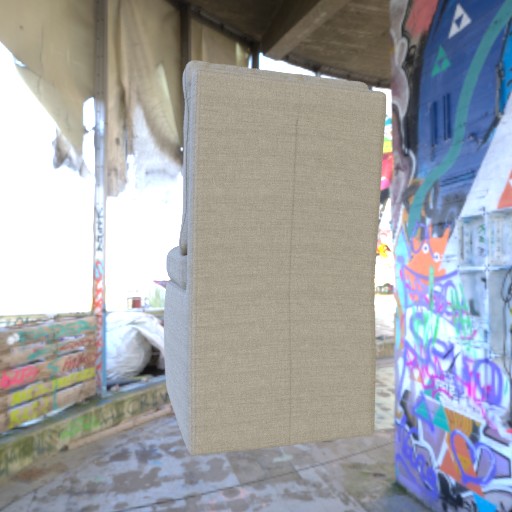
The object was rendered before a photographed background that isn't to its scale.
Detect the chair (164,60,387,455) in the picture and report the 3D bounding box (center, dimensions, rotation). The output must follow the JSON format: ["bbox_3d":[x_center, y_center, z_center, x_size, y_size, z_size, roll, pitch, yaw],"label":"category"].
[{"bbox_3d":[0.000,0.000,1.333,0.503,0.927,0.698,1,-2,-16],"label":"chair"}]
